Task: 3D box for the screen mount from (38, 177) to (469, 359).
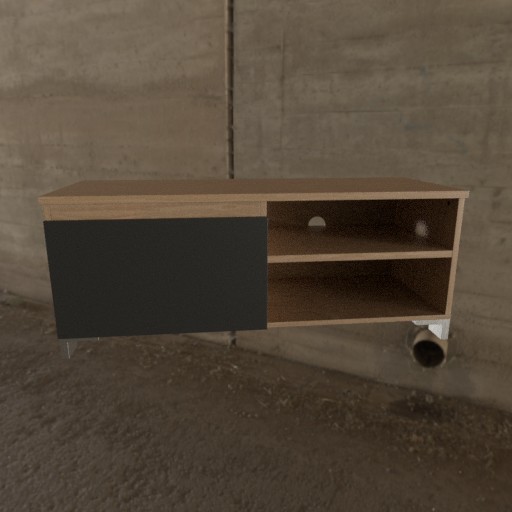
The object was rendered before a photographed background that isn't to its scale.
[{"bbox_3d":[0.000,0.000,1.357,1.084,0.432,0.406,-2,15,-6],"label":"screen mount"}]
